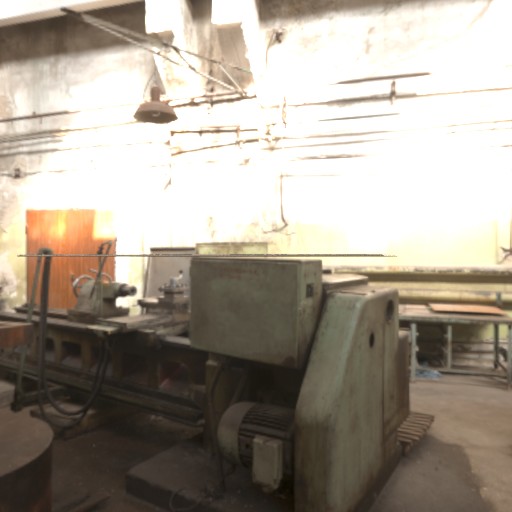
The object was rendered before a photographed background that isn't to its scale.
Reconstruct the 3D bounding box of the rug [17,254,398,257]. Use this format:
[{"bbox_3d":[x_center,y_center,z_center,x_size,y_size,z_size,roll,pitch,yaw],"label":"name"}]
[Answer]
[{"bbox_3d":[0.000,0.000,4.060,2.423,0.014,3.040,0,0,19],"label":"rug"}]
